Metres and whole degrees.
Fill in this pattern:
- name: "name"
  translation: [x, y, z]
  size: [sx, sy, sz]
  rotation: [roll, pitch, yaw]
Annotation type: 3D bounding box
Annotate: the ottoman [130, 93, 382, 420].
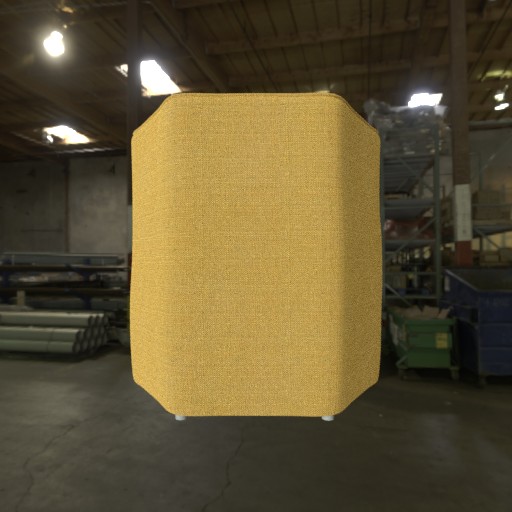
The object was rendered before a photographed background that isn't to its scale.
- name: "ottoman"
  translation: [0.000, 0.000, 0.875]
  size: [0.494, 0.502, 0.443]
  rotation: [0, -1, 0]
